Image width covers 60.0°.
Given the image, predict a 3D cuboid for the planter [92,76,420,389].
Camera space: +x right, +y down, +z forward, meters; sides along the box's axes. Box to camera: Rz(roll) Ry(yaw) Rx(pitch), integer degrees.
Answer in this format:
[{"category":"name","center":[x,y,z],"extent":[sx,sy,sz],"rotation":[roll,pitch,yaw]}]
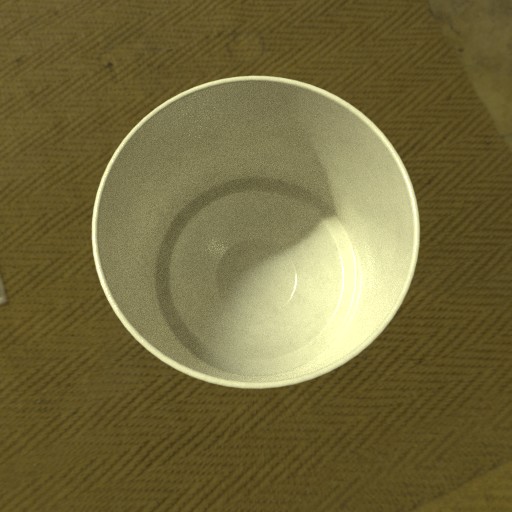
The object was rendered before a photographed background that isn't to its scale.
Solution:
[{"category":"planter","center":[0.000,0.000,0.344],"extent":[0.190,0.181,0.190],"rotation":[0,76,0]}]
